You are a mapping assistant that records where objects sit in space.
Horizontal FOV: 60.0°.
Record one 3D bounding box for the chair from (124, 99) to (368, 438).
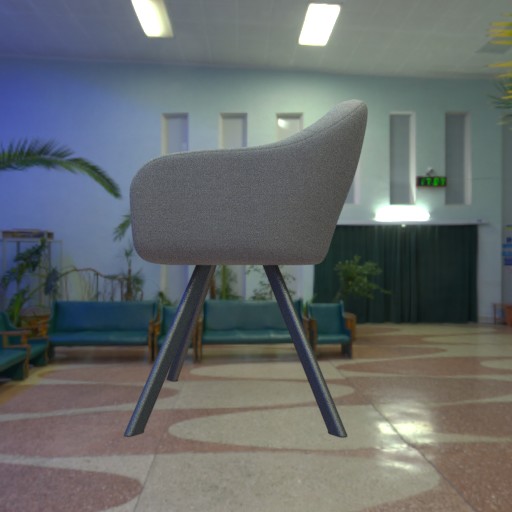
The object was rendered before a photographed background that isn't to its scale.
[{"bbox_3d":[0.000,0.000,1.183,0.570,0.780,0.540,0,0,0],"label":"chair"}]
